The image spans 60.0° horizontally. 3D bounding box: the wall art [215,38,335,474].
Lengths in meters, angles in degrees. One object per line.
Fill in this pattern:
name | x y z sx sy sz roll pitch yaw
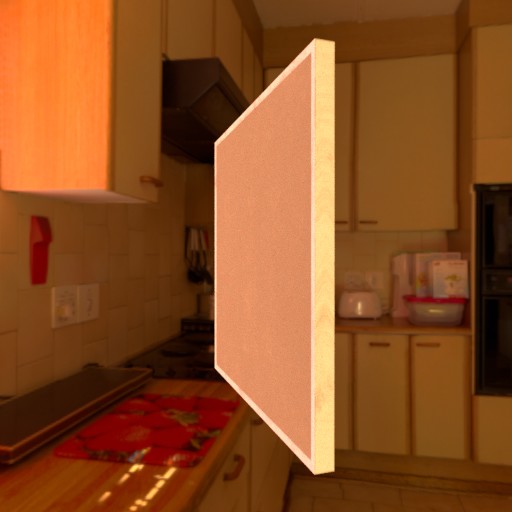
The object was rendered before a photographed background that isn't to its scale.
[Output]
wall art | 0.000 0.000 1.135 0.038 0.757 0.760 0 0 -18
